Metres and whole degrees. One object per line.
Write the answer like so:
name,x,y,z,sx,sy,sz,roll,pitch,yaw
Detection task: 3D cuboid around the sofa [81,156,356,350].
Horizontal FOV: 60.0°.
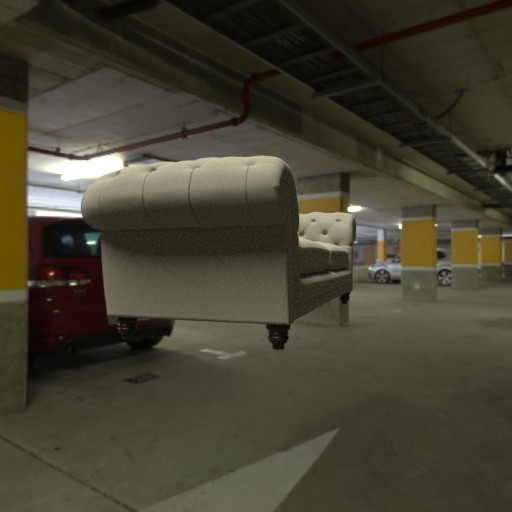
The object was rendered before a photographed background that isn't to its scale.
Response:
sofa,0.000,0.000,2.774,0.991,0.749,2.411,0,-1,19
